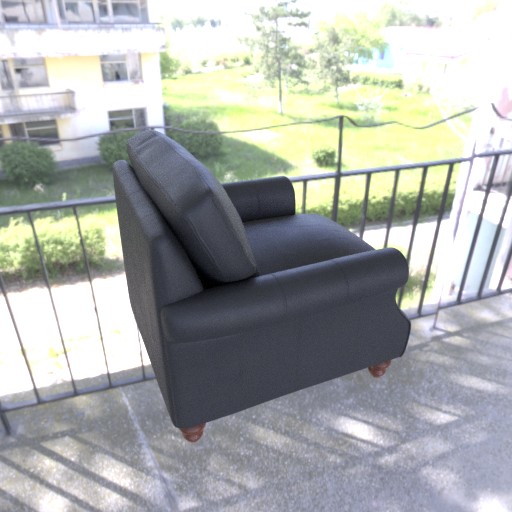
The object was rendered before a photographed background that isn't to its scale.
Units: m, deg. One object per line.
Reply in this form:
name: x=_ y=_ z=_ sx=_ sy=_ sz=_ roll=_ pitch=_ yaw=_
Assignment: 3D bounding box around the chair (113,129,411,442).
chair: x=0.000 y=0.000 z=1.795 sx=1.027 sy=0.960 sz=1.015 roll=-9 pitch=30 yaw=-17
